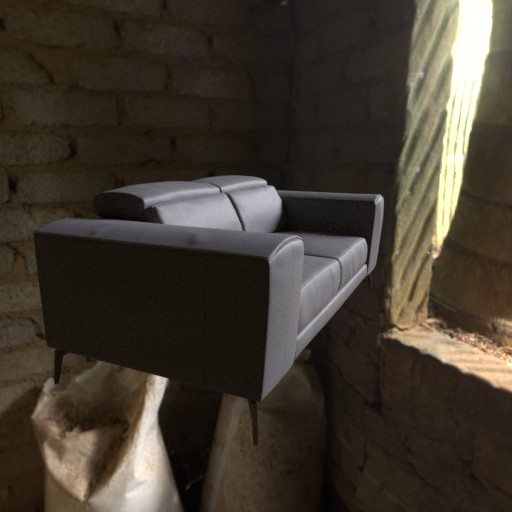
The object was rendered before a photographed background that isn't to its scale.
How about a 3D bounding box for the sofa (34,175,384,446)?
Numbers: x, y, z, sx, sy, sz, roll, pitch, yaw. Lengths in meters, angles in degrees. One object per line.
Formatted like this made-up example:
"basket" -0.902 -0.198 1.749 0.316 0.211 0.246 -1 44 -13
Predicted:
"sofa" 0.000 0.000 2.334 1.003 0.779 1.895 6 15 25
